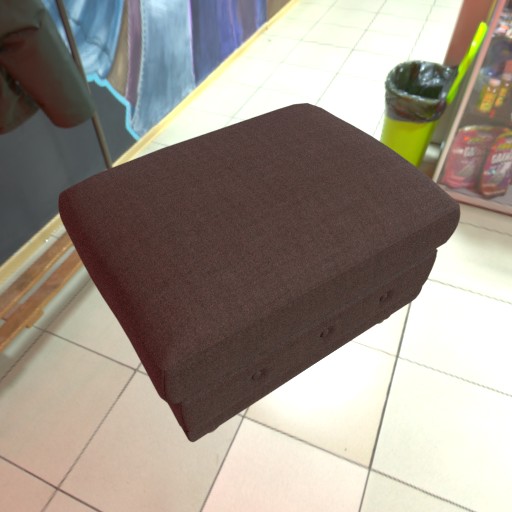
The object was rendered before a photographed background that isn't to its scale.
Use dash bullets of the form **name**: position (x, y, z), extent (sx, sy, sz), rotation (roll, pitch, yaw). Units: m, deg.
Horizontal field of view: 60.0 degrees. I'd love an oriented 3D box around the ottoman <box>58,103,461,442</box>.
- **ottoman**: position (0.000, 0.000, 1.195), extent (0.809, 0.555, 0.599), rotation (-26, 53, -22)
